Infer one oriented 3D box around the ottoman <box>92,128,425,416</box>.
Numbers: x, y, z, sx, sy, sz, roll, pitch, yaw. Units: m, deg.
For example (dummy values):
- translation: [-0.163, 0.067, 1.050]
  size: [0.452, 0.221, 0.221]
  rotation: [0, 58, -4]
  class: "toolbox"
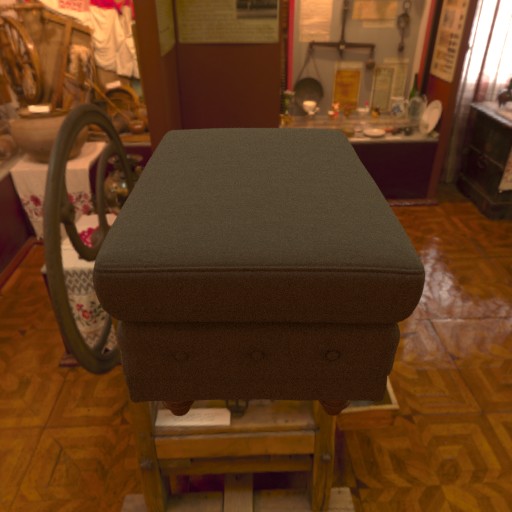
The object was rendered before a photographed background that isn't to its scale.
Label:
- translation: [0.000, 0.000, 1.146]
  size: [0.569, 0.500, 0.771]
  rotation: [0, 32, 0]
  class: "ottoman"
